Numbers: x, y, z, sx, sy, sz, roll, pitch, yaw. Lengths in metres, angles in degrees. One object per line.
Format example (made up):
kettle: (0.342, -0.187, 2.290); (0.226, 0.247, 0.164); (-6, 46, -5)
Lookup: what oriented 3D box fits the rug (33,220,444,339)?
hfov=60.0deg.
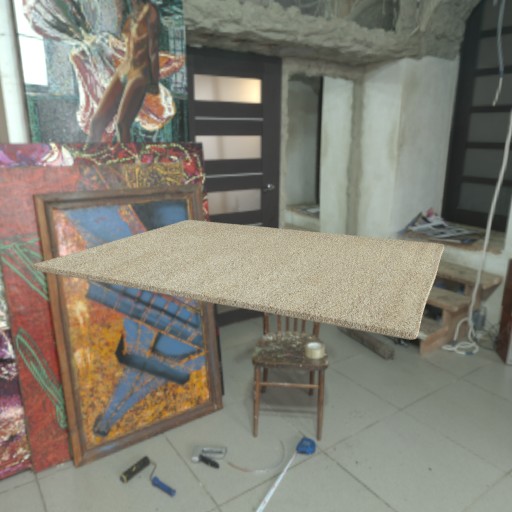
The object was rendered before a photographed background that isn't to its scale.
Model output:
rug: (0.000, 0.000, 2.120); (1.600, 0.025, 1.199); (7, 17, 25)
